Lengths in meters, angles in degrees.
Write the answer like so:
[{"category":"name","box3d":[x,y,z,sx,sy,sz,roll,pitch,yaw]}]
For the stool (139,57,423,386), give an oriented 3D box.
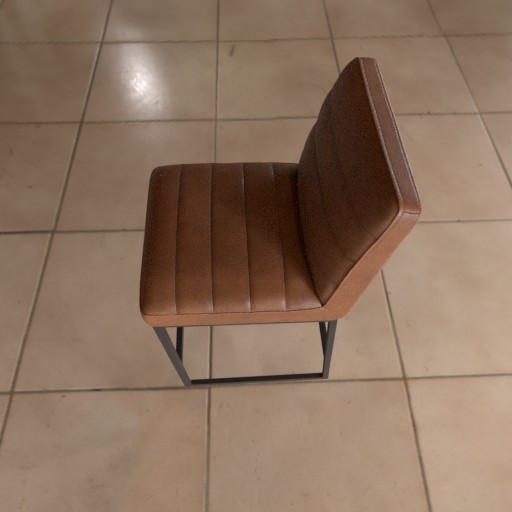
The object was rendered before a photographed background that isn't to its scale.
[{"category":"stool","box3d":[0.000,0.000,1.224,0.556,0.940,0.458,-3,59,-2]}]
